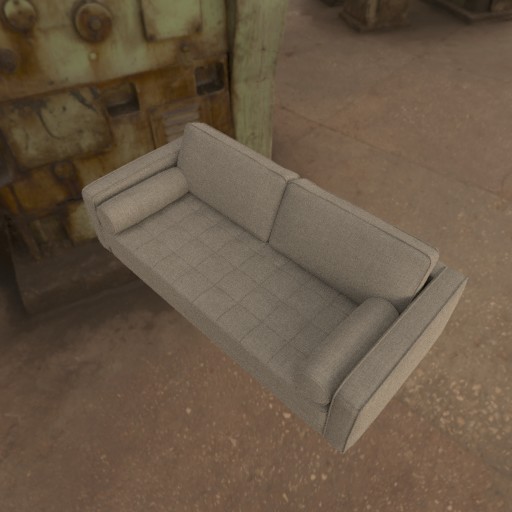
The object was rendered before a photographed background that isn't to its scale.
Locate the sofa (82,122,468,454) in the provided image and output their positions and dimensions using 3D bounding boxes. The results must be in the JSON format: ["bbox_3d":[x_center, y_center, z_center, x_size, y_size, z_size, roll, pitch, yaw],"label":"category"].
[{"bbox_3d":[0.000,0.000,2.367,1.879,0.762,0.914,35,56,28],"label":"sofa"}]
